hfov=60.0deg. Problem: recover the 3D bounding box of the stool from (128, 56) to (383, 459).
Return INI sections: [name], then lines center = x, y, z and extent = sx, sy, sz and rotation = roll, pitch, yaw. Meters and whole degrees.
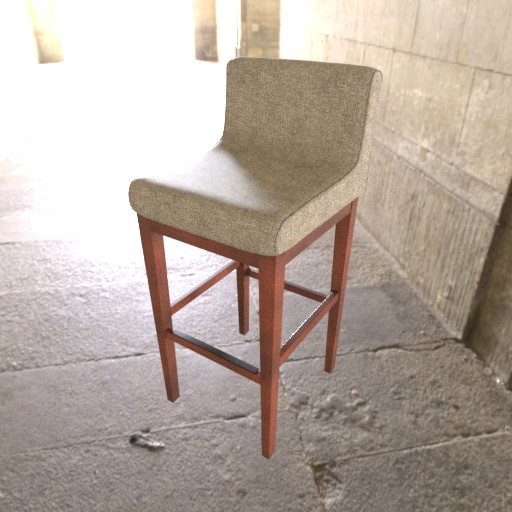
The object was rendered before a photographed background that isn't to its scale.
[stool]
center = 0.000, 0.000, 1.230
extent = 0.426, 0.965, 0.499
rotation = 19, 35, 29
